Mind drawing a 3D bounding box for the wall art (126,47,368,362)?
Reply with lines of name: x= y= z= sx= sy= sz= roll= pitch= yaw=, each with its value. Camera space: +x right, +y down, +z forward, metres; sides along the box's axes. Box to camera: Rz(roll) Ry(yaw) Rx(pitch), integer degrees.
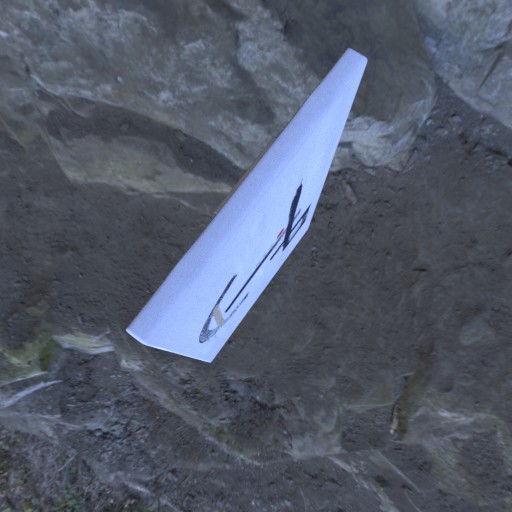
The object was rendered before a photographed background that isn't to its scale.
wall art: x=0.000 y=0.000 z=1.144 sx=0.048 sy=0.916 sz=0.602 roll=35 pitch=78 yaw=9
